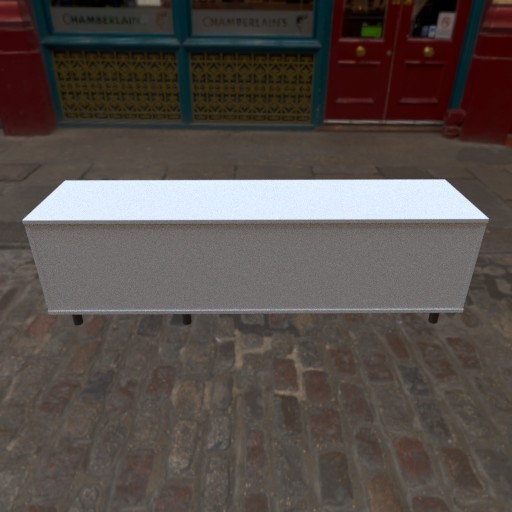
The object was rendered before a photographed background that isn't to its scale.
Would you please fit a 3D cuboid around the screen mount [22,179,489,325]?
[{"bbox_3d":[0.000,0.000,1.828,1.600,0.520,0.418,0,29,0],"label":"screen mount"}]
